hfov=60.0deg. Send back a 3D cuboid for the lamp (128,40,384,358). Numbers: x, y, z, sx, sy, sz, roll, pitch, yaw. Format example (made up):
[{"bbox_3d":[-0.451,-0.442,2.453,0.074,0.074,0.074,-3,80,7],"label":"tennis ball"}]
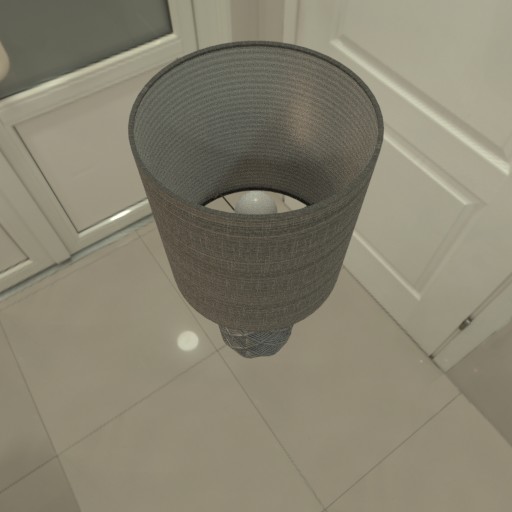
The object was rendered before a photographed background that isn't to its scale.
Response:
[{"bbox_3d":[0.000,0.000,0.711,0.269,0.566,0.268,-31,63,-18],"label":"lamp"}]
